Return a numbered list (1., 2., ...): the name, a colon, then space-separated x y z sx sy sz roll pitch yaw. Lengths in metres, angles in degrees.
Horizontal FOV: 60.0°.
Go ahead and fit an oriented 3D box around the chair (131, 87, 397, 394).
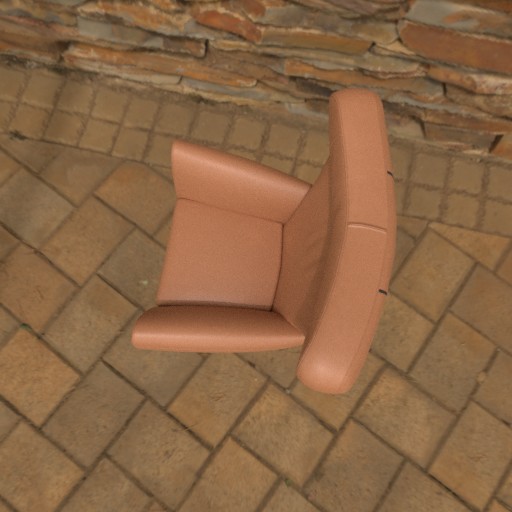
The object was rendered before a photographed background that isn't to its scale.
1. chair: 0.000 0.000 1.809 0.900 1.050 0.980 8 75 2
